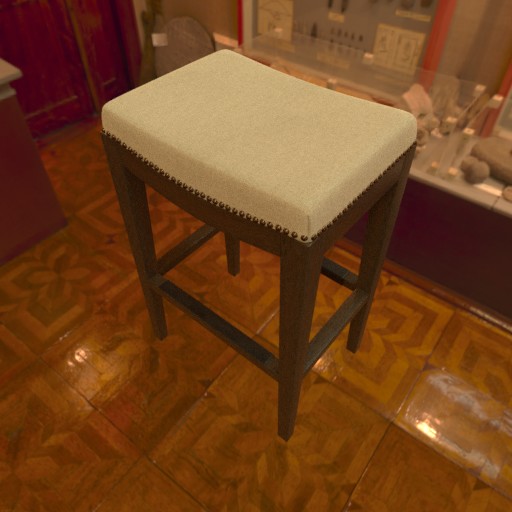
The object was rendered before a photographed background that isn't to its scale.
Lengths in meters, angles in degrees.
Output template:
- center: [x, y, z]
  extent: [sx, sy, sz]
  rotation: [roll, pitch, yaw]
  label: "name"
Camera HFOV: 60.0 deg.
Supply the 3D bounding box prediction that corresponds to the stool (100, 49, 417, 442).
- center: [0.000, 0.000, 1.053]
  extent: [0.498, 0.759, 0.358]
  rotation: [31, 54, 26]
  label: "stool"
